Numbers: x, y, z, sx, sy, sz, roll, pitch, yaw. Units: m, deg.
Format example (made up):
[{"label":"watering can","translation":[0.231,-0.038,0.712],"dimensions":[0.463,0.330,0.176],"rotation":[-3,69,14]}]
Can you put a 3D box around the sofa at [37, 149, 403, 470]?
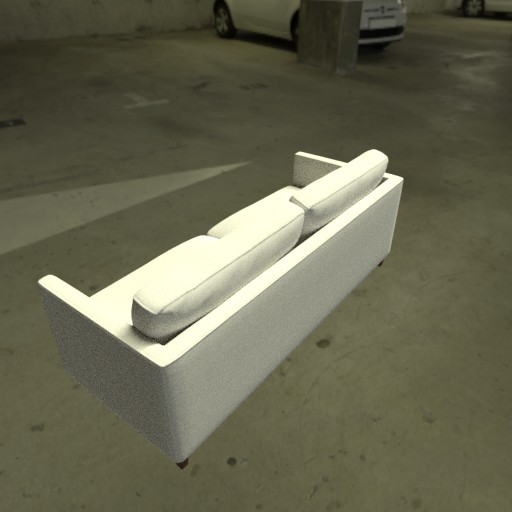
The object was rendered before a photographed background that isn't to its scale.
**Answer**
[{"label":"sofa","translation":[0.000,0.000,2.837],"dimensions":[0.951,0.962,2.361],"rotation":[23,39,31]}]
